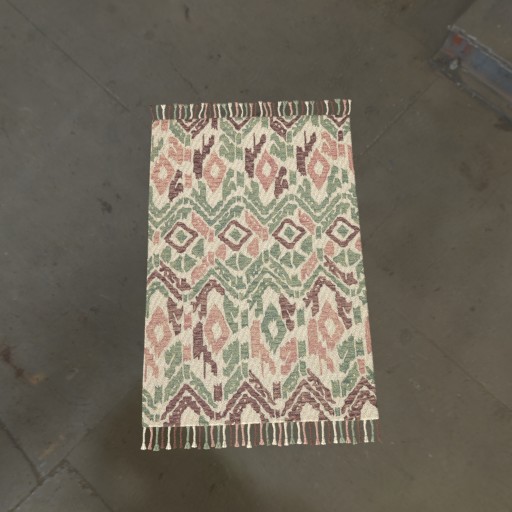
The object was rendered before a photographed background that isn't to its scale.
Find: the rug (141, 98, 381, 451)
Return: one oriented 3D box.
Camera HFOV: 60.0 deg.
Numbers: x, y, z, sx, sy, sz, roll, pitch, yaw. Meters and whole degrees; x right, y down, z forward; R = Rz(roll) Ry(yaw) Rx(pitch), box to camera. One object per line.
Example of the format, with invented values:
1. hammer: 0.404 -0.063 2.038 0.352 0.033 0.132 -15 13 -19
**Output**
1. rug: 0.000 0.000 3.042 1.524 0.011 2.438 -2 75 0
